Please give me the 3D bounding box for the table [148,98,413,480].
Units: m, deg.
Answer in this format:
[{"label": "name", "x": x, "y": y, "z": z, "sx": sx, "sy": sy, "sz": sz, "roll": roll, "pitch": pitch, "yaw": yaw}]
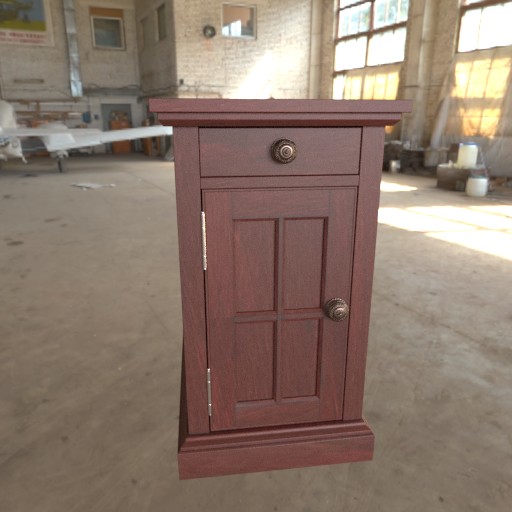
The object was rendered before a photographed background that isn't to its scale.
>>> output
[{"label": "table", "x": 0.000, "y": 0.000, "z": 0.951, "sx": 0.356, "sy": 0.612, "sz": 0.584, "roll": -2, "pitch": 17, "yaw": -7}]
